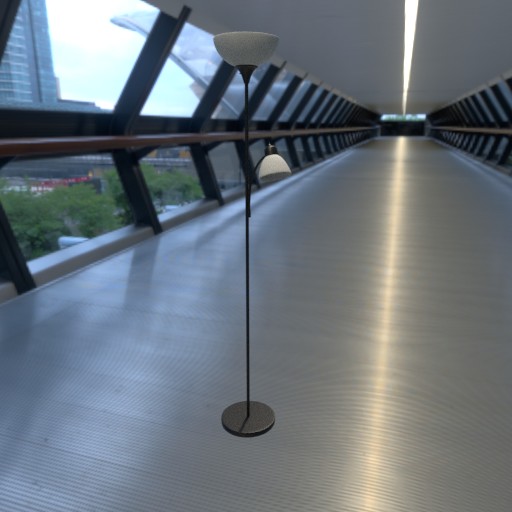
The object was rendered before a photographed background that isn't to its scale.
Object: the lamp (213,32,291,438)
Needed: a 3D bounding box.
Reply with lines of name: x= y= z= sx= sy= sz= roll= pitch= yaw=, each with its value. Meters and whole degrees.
lamp: x=0.000 y=0.000 z=1.983 sx=0.279 sy=1.804 sz=0.442 roll=-8 pitch=17 yaw=-27
